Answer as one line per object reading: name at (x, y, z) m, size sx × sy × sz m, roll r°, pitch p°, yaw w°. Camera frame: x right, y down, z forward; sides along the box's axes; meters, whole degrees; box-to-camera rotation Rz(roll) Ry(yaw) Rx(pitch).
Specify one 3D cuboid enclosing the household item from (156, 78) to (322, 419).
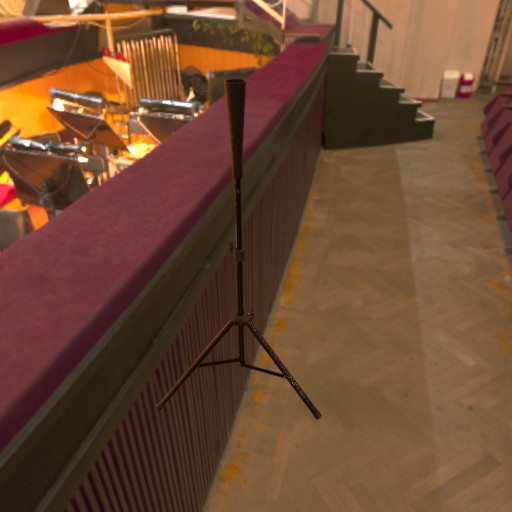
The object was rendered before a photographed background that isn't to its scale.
household item at (0.000, 0.000, 1.411) m, size 0.559 × 1.067 × 0.559 m, roll 10°, pitch 34°, yaw 16°
